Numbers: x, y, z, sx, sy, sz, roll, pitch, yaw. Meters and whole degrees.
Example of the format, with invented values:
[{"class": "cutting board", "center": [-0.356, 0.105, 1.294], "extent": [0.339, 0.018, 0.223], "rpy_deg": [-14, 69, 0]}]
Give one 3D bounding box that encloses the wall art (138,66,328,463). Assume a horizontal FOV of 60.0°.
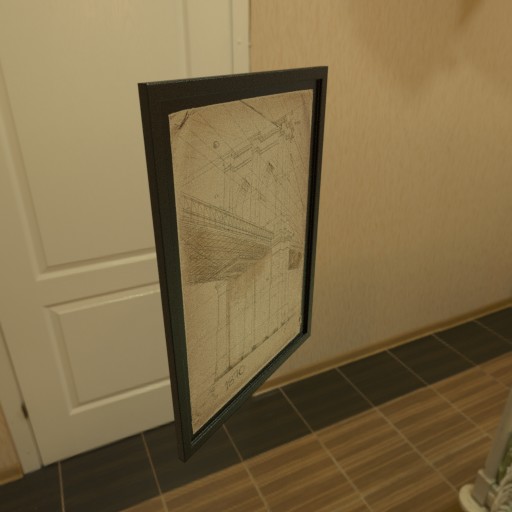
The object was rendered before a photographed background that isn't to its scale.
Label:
[{"class": "wall art", "center": [0.000, 0.000, 0.857], "extent": [0.016, 0.657, 0.480], "rpy_deg": [17, 31, 31]}]
